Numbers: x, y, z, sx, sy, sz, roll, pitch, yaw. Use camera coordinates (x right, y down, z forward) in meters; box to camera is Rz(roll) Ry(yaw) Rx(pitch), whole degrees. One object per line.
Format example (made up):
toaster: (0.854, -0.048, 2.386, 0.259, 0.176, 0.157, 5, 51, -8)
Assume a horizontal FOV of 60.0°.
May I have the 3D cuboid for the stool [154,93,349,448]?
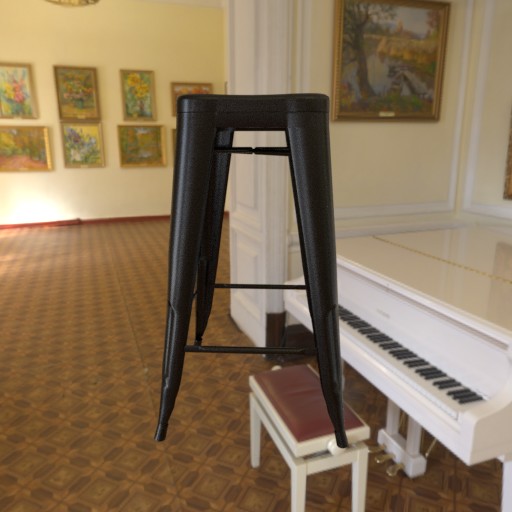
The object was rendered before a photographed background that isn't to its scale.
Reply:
stool: (0.000, 0.000, 0.918, 0.423, 0.609, 0.455, -2, 15, -8)
